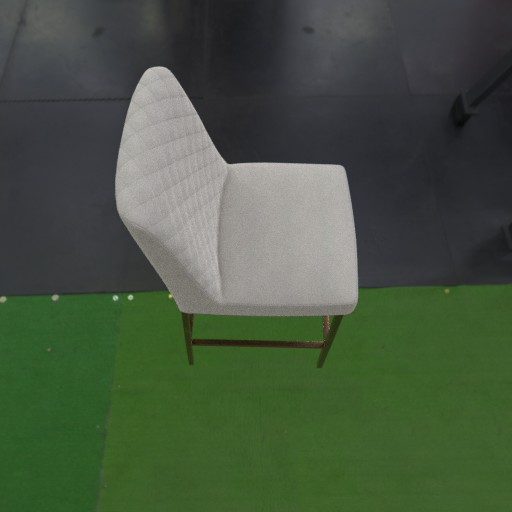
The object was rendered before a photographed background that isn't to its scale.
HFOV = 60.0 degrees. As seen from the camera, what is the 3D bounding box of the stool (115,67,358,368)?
[{"bbox_3d":[0.000,0.000,1.370,0.546,1.084,0.462,1,63,1],"label":"stool"}]
